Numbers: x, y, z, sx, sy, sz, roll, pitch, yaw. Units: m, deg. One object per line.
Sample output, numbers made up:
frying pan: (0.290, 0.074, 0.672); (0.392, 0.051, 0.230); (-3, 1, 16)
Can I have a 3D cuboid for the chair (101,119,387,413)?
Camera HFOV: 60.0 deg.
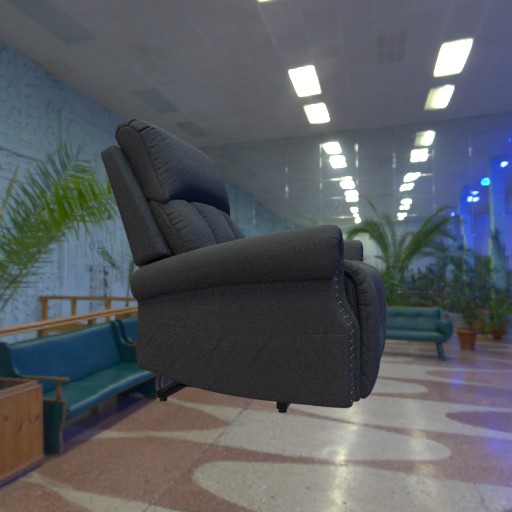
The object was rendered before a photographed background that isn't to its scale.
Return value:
chair: (0.000, 0.000, 1.764); (0.979, 1.031, 0.871); (-1, -2, 18)
